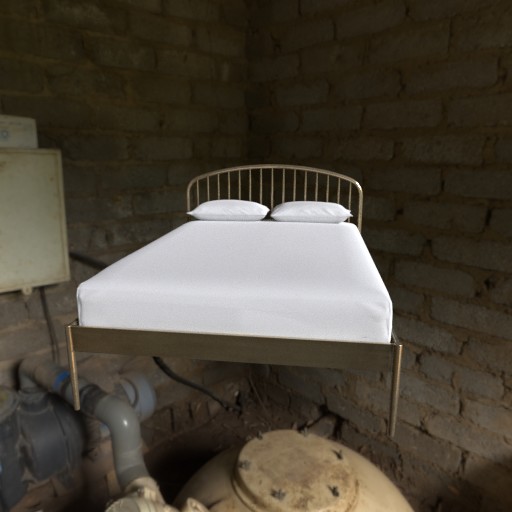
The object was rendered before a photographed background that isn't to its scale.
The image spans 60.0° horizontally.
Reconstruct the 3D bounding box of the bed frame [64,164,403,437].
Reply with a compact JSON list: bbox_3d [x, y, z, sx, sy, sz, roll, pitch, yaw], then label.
[{"bbox_3d":[0.000,0.000,3.071,1.612,1.175,2.152,2,14,8],"label":"bed frame"}]
